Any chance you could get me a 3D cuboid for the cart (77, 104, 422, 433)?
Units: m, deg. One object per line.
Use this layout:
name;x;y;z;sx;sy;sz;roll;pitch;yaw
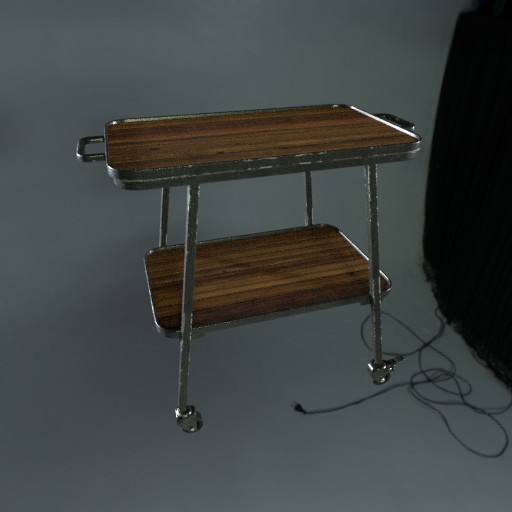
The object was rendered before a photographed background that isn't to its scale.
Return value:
cart;0.000;0.000;1.235;0.806;0.700;0.515;-9;32;-15
